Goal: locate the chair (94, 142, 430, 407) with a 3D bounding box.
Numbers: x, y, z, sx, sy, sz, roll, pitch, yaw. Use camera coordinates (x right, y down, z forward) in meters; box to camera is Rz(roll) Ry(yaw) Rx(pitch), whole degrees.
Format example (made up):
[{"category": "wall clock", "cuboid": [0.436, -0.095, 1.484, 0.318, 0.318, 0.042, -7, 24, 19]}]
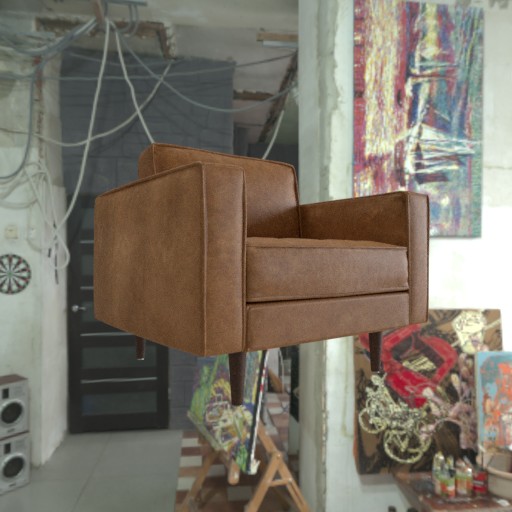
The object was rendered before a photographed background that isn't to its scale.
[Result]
[{"category": "chair", "cuboid": [0.000, 0.000, 1.535, 0.928, 0.767, 0.798, 0, 0, -37]}]
